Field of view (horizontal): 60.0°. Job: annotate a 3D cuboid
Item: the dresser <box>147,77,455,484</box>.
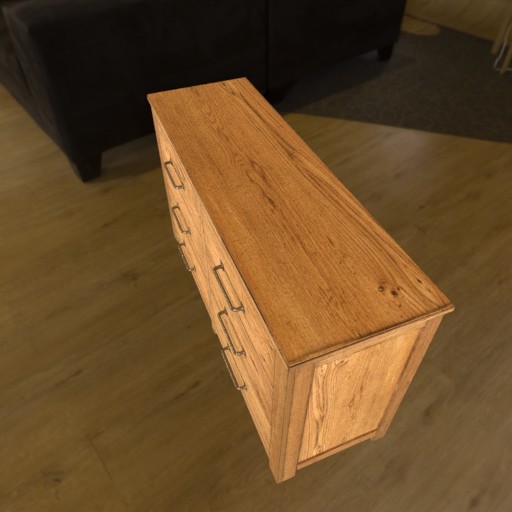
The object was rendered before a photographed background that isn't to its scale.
[{"bbox_3d":[0.000,0.000,2.066,0.563,0.932,1.657,-16,48,-15],"label":"dresser"}]
